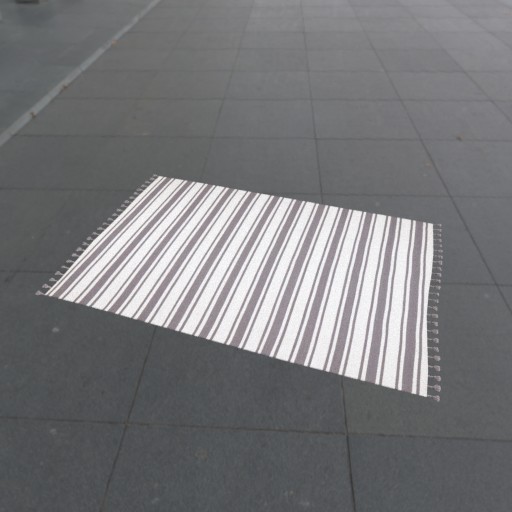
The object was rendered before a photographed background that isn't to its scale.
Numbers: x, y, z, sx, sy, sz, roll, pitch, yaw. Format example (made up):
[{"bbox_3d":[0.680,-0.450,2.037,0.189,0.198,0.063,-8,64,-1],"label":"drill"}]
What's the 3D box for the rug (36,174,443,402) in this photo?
[{"bbox_3d":[0.000,0.000,3.034,2.425,0.014,1.563,12,41,14],"label":"rug"}]
